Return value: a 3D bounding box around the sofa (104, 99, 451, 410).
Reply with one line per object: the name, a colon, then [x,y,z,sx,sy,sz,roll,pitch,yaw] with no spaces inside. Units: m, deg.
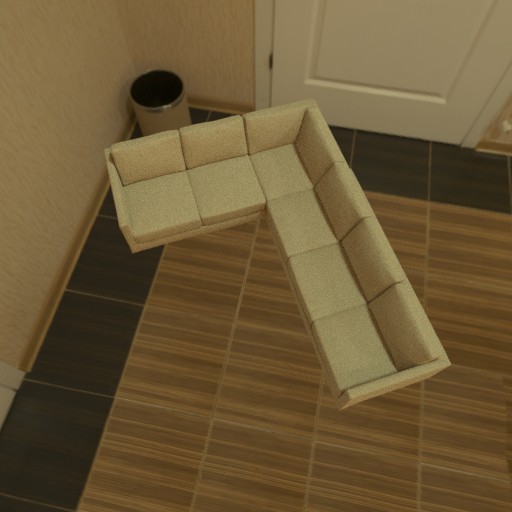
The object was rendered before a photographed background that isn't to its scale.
sofa: [0.000,0.000,4.422,2.432,0.863,3.182,-16,64,-8]
